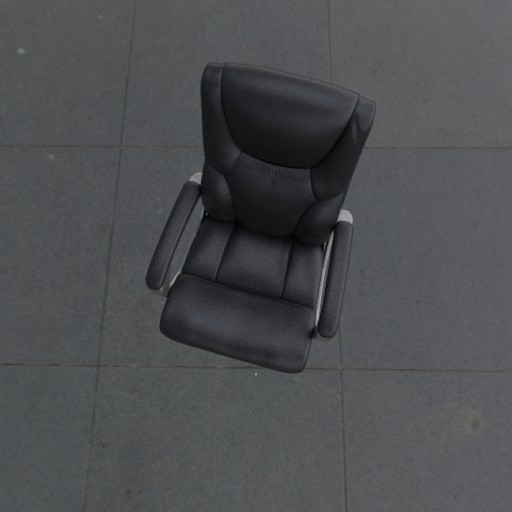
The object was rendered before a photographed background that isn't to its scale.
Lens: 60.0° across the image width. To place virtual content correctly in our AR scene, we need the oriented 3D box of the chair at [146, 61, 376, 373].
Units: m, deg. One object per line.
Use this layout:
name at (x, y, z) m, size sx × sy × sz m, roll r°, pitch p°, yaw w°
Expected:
chair at (0.000, 0.000, 1.612) m, size 0.663 × 1.155 × 0.739 m, roll 15°, pitch 76°, yaw 4°
